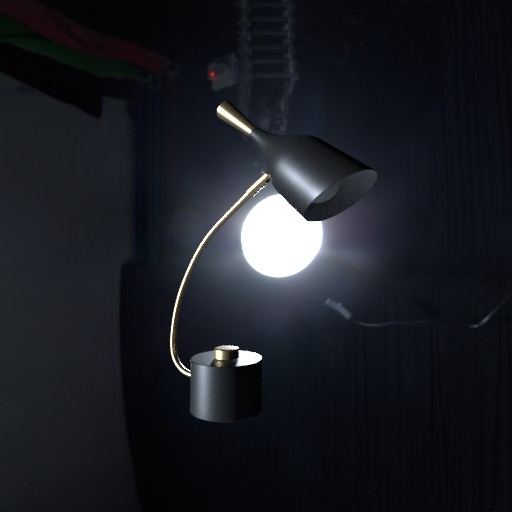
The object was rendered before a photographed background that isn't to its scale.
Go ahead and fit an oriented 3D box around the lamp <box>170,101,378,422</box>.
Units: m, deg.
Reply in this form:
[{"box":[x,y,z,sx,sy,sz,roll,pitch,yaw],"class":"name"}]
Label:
[{"box":[0.000,0.000,0.638,0.352,0.464,0.110,0,1,36],"class":"lamp"}]
